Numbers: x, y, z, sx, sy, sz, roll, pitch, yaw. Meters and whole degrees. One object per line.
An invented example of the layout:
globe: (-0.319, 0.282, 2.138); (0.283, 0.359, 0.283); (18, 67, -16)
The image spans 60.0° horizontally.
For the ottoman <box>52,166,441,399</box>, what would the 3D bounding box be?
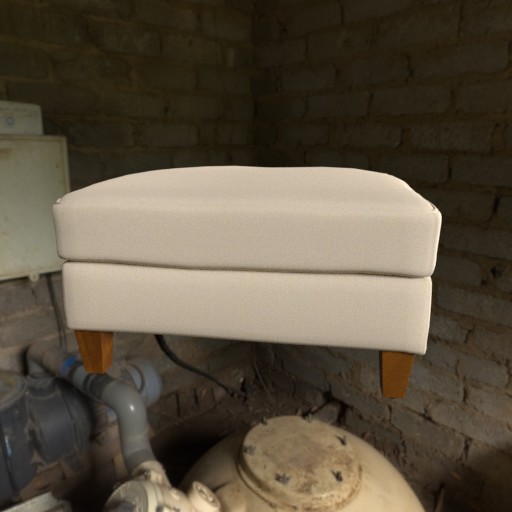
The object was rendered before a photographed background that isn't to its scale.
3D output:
ottoman: (0.000, 0.000, 1.226); (0.818, 0.485, 0.634); (2, 15, 8)
